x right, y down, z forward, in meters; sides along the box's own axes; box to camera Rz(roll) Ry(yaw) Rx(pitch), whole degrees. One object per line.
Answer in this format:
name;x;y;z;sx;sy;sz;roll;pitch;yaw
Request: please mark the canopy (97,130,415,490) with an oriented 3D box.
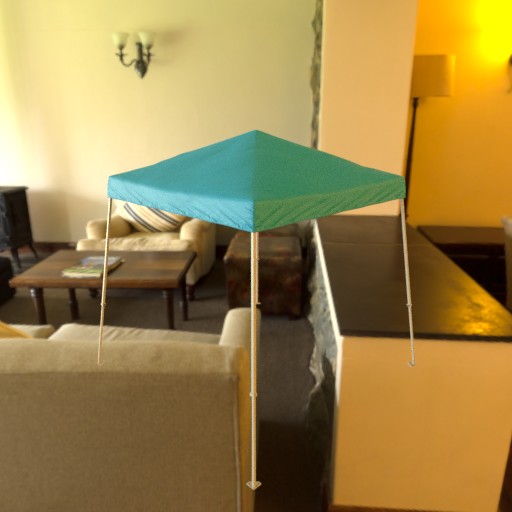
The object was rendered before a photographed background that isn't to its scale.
canopy;0.000;0.000;5.202;2.850;2.850;2.849;-16;23;-42
